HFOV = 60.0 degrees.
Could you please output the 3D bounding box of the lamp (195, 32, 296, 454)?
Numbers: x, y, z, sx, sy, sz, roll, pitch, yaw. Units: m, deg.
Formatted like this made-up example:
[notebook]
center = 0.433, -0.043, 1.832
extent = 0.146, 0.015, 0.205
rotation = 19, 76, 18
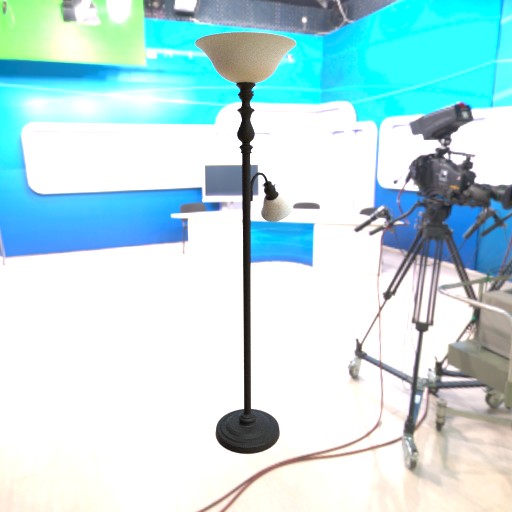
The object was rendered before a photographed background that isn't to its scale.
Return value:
[lamp]
center = 0.000, 0.000, 2.076
extent = 0.405, 1.793, 0.588
rotation = 7, 16, 26
